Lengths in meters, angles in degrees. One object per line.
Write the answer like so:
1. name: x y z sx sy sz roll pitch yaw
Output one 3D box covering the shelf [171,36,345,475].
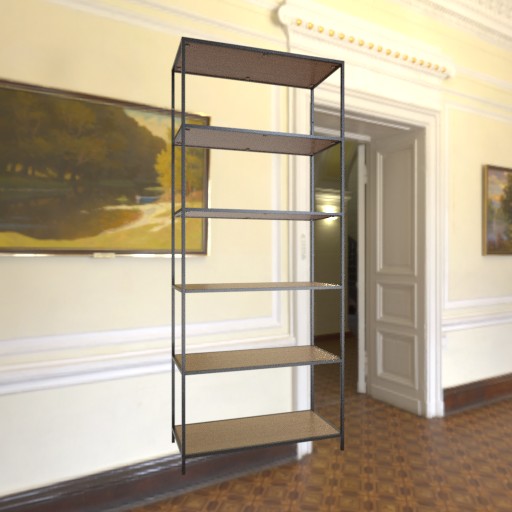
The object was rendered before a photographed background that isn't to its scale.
1. shelf: 0.000 0.000 2.153 0.770 1.850 0.350 0 0 -18
